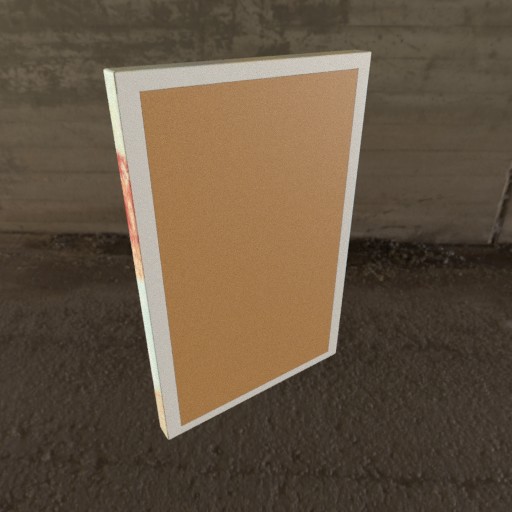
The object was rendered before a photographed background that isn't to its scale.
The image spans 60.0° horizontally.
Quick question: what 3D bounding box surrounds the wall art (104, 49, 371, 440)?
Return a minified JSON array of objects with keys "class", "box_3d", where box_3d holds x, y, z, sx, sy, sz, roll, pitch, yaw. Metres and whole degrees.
[{"class":"wall art","box_3d":[0.000,0.000,0.744,0.401,0.610,0.038,-19,35,-29]}]
